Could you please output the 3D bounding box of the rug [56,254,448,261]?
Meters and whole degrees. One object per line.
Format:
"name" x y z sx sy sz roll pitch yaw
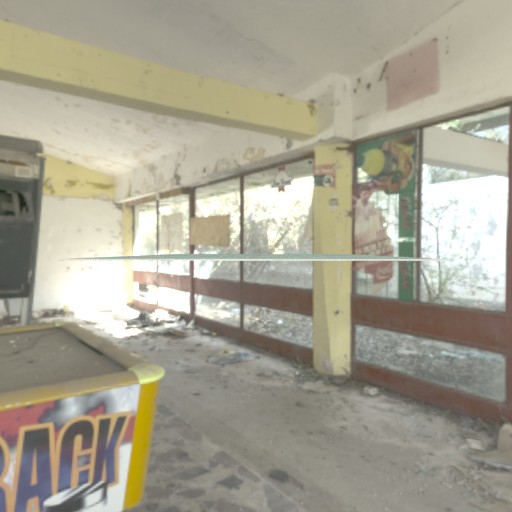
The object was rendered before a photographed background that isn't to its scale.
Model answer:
"rug" 0.000 0.000 2.868 1.524 0.006 2.286 0 1 1
